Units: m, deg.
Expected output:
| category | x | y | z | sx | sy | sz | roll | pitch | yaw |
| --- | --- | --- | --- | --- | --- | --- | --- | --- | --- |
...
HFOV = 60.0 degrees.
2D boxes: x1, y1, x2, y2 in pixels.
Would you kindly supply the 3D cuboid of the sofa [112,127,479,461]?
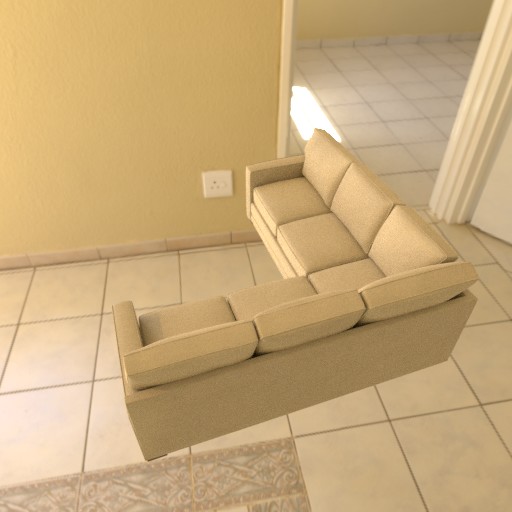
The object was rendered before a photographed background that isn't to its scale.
| category | x | y | z | sx | sy | sz | roll | pitch | yaw |
| --- | --- | --- | --- | --- | --- | --- | --- | --- | --- |
| sofa | 0.000 | 0.000 | 3.417 | 2.189 | 0.939 | 2.182 | -13 | 43 | -14 |
